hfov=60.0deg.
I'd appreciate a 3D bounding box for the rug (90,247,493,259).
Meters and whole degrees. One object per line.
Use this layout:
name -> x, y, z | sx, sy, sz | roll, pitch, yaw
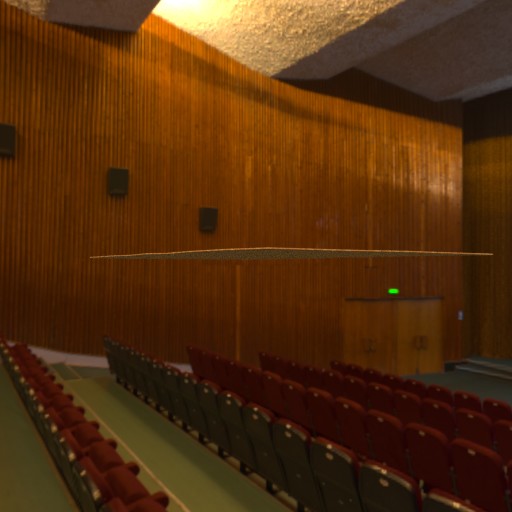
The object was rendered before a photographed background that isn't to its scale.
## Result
rug -> 0.000, 0.000, 2.177 | 1.146, 0.010, 1.745 | 1, -1, -35
